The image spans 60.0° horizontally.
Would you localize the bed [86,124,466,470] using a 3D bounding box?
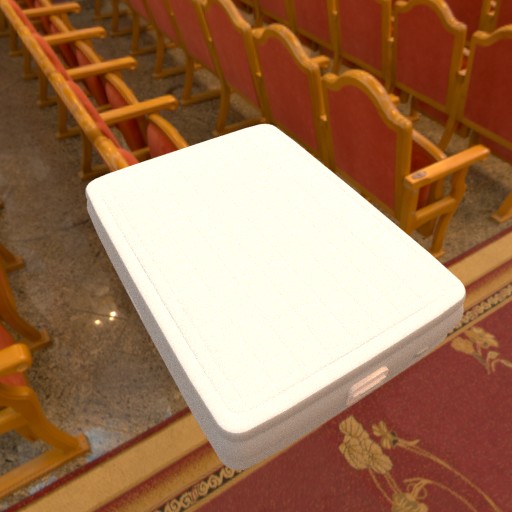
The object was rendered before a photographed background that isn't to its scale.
[{"bbox_3d":[0.000,0.000,2.677,1.520,0.460,2.036,-24,52,-21],"label":"bed"}]
